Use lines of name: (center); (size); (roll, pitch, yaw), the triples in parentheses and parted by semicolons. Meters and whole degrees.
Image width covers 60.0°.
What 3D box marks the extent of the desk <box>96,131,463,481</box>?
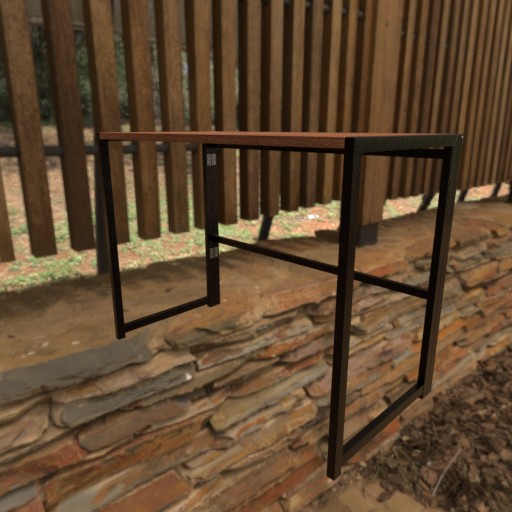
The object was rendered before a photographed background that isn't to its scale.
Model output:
desk: (0.000, 0.000, 1.424); (0.508, 0.762, 1.016); (-16, 22, -43)
